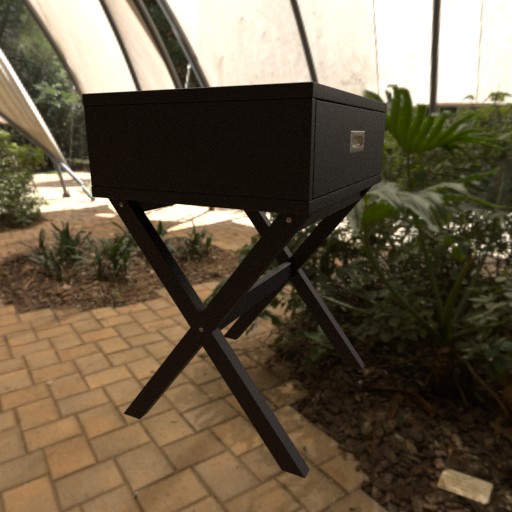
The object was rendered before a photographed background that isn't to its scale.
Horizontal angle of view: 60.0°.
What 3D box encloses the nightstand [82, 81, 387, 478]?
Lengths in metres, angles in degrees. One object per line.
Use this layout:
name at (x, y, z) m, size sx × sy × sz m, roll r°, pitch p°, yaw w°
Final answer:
nightstand at (0.000, 0.000, 0.932) m, size 0.402 × 0.623 × 0.479 m, roll 8°, pitch 17°, yaw 26°
